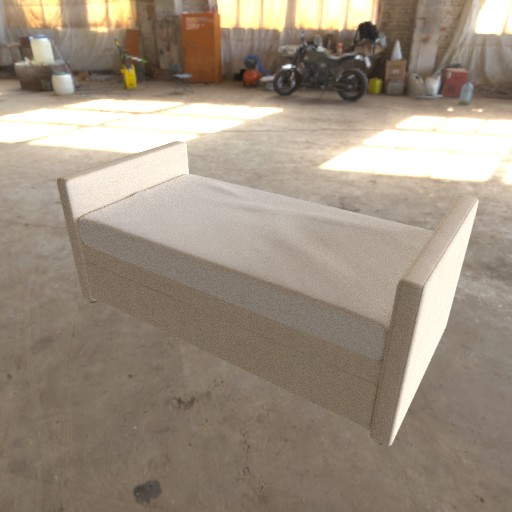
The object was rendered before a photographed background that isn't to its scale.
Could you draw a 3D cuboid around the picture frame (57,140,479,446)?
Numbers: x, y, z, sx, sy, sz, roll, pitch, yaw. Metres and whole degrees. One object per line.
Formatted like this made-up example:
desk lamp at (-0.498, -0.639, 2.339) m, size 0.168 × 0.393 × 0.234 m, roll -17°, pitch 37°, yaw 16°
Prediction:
picture frame at (0.000, 0.000, 2.708) m, size 2.161 × 0.891 × 1.069 m, roll 18°, pitch 34°, yaw 29°
